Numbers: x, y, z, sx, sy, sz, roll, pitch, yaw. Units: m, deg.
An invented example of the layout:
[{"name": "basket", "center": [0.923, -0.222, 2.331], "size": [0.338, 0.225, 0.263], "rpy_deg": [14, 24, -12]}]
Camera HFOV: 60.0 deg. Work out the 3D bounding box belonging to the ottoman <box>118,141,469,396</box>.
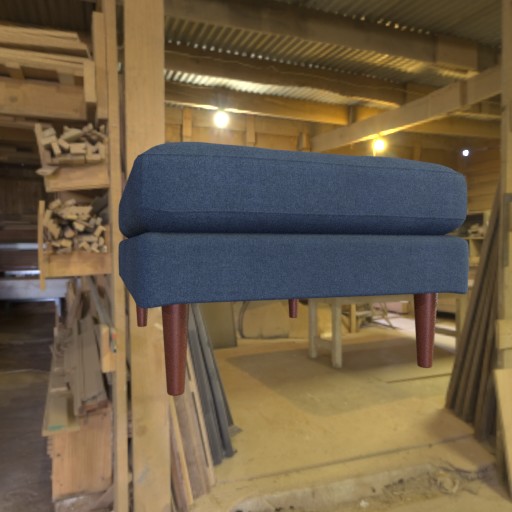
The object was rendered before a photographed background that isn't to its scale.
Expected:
[{"name": "ottoman", "center": [0.000, 0.000, 1.209], "size": [0.693, 0.474, 0.821], "rpy_deg": [0, 1, -19]}]
